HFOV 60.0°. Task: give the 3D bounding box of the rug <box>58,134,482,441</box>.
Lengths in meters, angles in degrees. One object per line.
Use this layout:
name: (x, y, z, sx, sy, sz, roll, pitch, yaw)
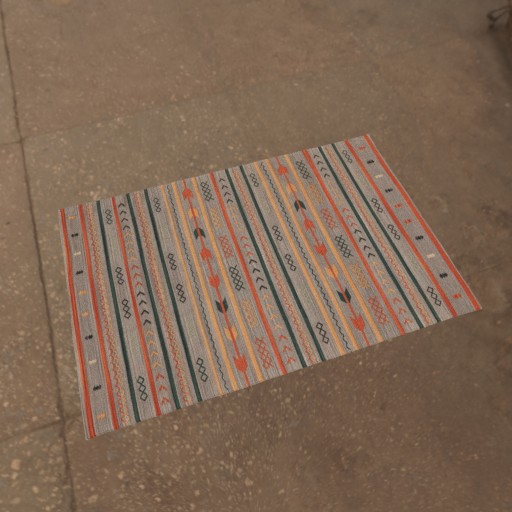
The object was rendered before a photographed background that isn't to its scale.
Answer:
rug: (0.000, 0.000, 2.223, 1.835, 0.017, 1.220, -16, 59, -10)
